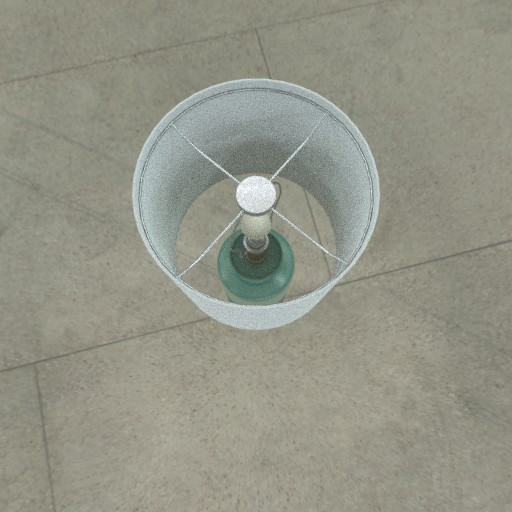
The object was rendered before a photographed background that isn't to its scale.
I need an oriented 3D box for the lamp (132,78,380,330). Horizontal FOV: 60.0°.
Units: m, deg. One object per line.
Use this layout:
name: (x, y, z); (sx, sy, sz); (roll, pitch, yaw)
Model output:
lamp: (0.000, 0.000, 0.618); (0.212, 0.493, 0.212); (39, 79, 9)
